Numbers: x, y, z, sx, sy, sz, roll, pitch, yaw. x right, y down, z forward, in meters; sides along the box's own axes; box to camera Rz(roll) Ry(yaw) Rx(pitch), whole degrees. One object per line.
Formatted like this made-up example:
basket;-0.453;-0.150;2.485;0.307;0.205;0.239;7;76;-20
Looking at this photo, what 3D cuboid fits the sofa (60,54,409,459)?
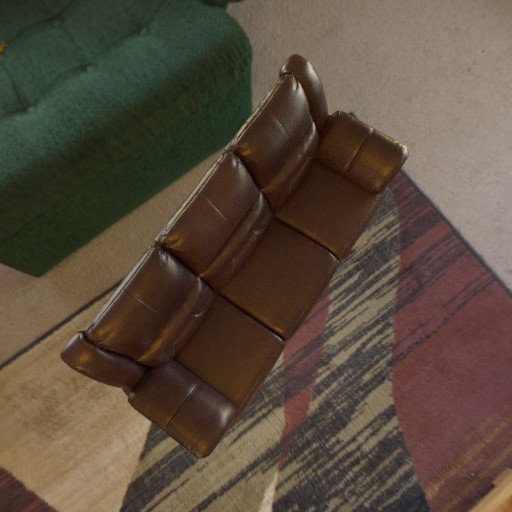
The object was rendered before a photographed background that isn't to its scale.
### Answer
sofa;0.000;0.000;2.850;0.991;1.043;2.337;34;79;8
